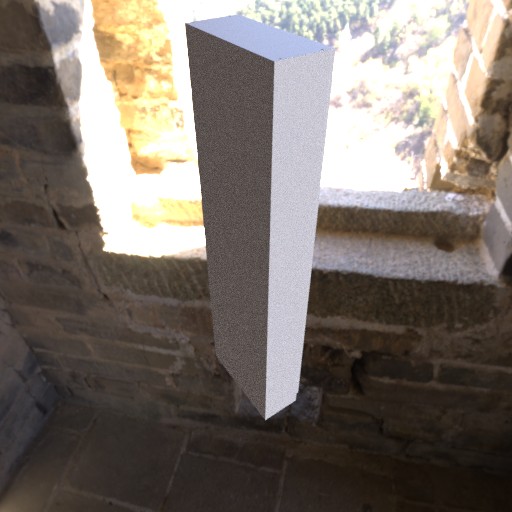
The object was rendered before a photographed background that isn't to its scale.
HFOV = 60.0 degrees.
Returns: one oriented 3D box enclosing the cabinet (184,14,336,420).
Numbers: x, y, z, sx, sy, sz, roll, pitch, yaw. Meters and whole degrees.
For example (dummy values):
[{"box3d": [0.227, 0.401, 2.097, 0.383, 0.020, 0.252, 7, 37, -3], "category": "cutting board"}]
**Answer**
[{"box3d": [0.000, 0.000, 1.941, 0.230, 1.790, 0.500, -24, 46, -26], "category": "cabinet"}]
